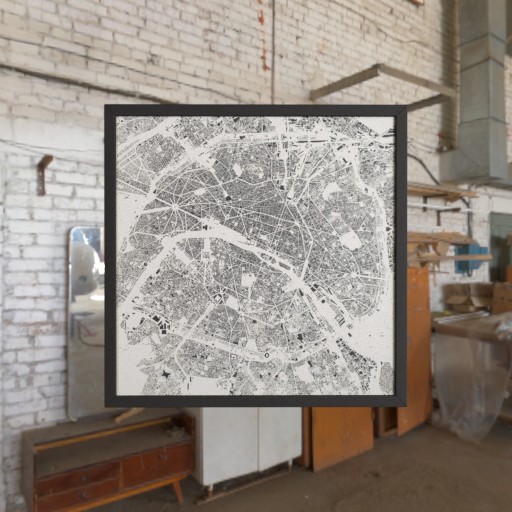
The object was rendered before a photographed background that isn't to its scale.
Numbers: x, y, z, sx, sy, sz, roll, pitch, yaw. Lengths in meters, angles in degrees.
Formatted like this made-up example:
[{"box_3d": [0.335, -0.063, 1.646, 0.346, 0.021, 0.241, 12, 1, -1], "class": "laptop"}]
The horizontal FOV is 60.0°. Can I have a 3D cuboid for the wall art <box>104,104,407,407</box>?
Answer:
[{"box_3d": [0.000, 0.000, 1.133, 0.763, 0.763, 0.037, 0, 0, 0], "class": "wall art"}]
